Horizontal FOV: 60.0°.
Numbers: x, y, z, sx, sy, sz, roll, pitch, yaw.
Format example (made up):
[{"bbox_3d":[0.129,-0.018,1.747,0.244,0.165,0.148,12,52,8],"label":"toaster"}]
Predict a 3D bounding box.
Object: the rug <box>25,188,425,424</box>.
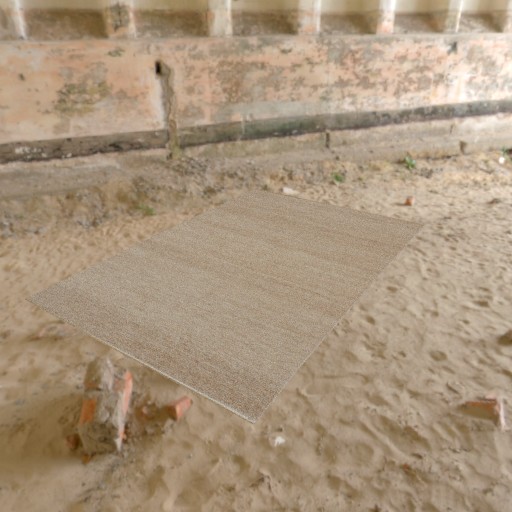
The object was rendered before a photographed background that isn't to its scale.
[{"bbox_3d":[0.000,0.000,2.965,1.574,0.029,2.346,18,32,30],"label":"rug"}]
